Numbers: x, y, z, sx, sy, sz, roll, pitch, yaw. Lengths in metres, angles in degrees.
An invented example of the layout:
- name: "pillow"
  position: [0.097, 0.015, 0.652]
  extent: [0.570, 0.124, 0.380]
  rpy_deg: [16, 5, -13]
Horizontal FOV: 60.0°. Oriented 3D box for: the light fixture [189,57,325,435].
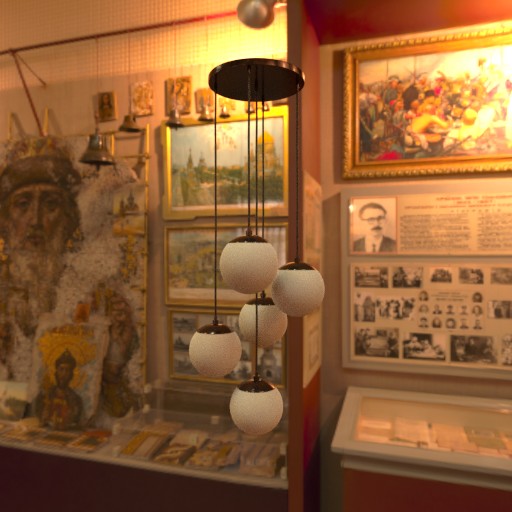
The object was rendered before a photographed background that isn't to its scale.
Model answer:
- name: "light fixture"
  position: [0.000, 0.000, 1.594]
  extent: [0.484, 1.271, 0.489]
  rpy_deg: [0, 0, 19]
